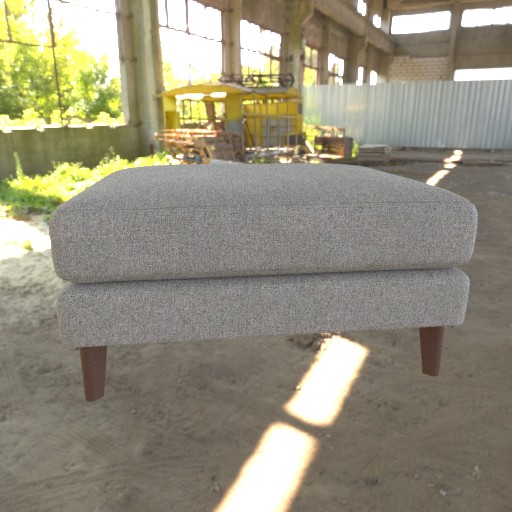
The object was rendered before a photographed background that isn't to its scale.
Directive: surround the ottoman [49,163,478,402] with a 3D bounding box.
[{"bbox_3d":[0.000,0.000,1.142,0.821,0.441,0.611,-2,17,-7],"label":"ottoman"}]
